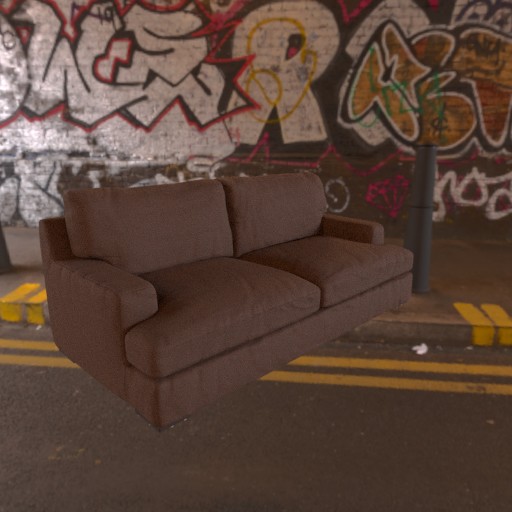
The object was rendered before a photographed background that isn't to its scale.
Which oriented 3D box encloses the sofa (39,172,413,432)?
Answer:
[{"bbox_3d":[0.000,0.000,2.857,2.274,0.950,1.140,-14,21,-43],"label":"sofa"}]
